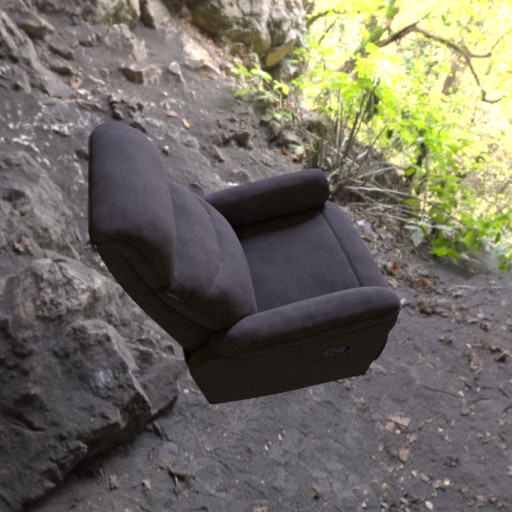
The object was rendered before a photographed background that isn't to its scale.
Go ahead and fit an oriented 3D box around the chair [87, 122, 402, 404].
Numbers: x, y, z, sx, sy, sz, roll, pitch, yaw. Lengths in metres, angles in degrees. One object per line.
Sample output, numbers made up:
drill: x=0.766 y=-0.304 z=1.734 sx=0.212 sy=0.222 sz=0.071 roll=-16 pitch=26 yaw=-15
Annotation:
chair: x=0.000 y=0.000 z=1.719 sx=1.009 sy=1.036 sz=0.830 roll=-11 pitch=48 yaw=-10
